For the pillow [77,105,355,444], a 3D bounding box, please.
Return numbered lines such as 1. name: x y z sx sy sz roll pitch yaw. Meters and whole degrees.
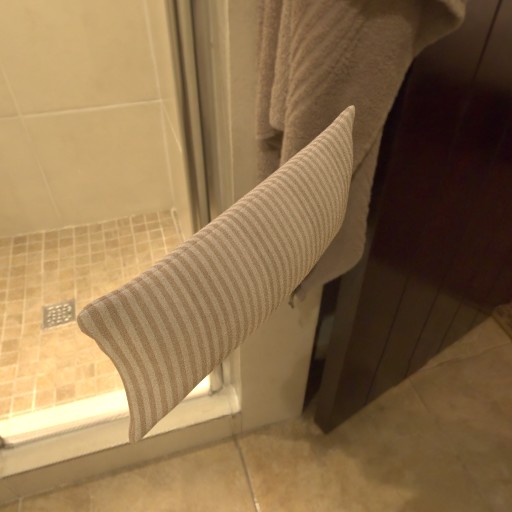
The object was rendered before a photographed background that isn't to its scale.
1. pillow: 0.000 0.000 0.729 0.151 0.295 0.617 26 49 26
